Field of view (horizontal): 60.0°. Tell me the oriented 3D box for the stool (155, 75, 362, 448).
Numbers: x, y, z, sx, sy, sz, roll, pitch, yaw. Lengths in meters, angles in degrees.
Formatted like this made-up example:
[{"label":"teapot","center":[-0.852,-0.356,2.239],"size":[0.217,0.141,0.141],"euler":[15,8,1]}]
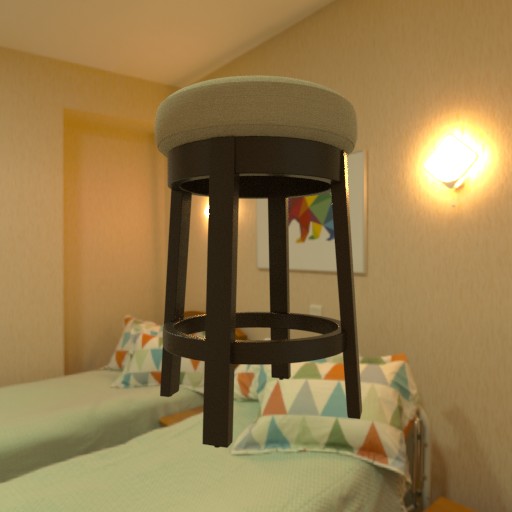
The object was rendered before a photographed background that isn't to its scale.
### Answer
[{"label":"stool","center":[0.000,0.000,0.965],"size":[0.449,0.655,0.449],"euler":[0,1,0]}]
